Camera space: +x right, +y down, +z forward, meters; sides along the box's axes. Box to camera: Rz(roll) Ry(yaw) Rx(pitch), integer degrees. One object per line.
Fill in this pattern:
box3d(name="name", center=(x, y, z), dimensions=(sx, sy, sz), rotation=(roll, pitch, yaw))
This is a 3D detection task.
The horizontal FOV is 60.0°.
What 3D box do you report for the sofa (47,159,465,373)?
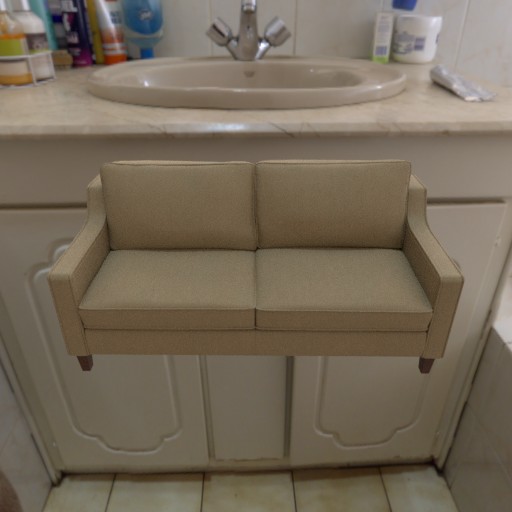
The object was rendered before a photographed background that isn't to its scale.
box3d(name="sofa", center=(0.000, 0.000, 2.811), dimensions=(2.178, 1.071, 1.066), rotation=(0, 31, 1))
